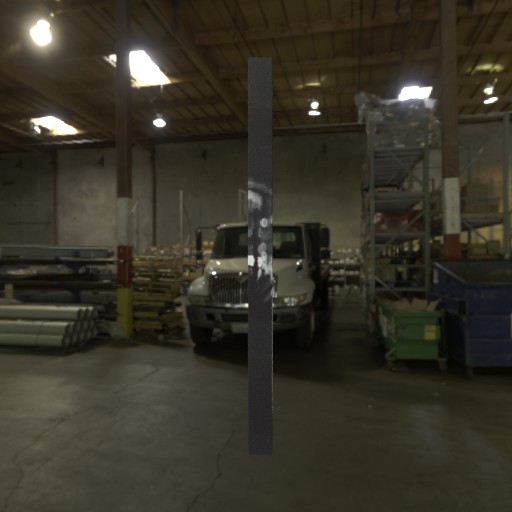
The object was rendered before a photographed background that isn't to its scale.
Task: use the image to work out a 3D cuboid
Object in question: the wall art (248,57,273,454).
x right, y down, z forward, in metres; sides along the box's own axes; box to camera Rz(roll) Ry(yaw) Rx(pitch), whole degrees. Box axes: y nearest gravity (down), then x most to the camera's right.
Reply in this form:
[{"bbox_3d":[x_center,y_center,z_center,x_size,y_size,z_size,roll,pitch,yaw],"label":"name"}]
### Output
[{"bbox_3d":[0.000,0.000,1.135,0.038,0.609,0.914,0,0,-1],"label":"wall art"}]
